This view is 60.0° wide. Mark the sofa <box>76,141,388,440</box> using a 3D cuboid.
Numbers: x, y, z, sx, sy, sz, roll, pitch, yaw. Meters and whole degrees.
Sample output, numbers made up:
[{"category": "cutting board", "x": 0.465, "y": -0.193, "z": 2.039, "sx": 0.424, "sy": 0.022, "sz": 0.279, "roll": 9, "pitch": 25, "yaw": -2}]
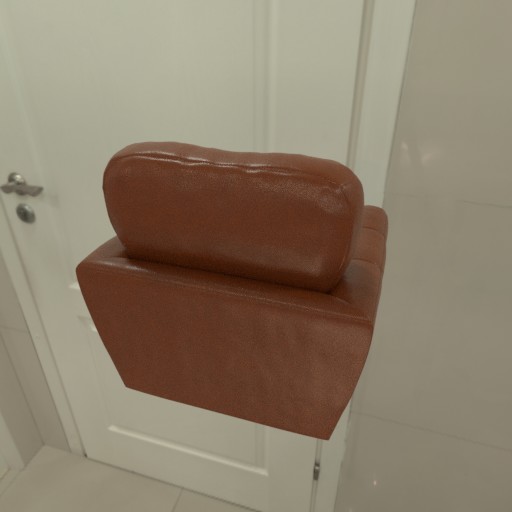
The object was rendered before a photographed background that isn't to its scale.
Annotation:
[{"category": "sofa", "x": 0.000, "y": 0.000, "z": 1.499, "sx": 0.836, "sy": 0.876, "sz": 0.789, "roll": 9, "pitch": 33, "yaw": 15}]
